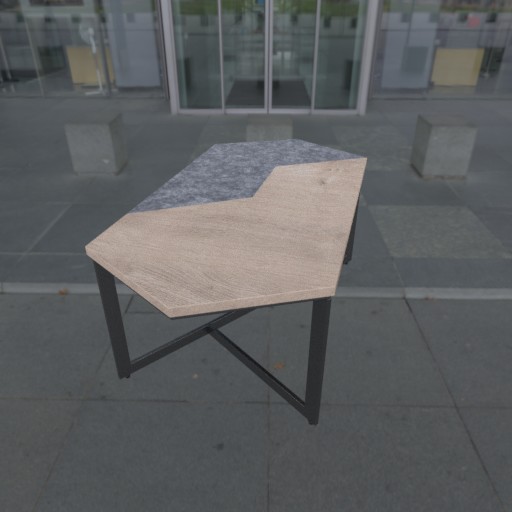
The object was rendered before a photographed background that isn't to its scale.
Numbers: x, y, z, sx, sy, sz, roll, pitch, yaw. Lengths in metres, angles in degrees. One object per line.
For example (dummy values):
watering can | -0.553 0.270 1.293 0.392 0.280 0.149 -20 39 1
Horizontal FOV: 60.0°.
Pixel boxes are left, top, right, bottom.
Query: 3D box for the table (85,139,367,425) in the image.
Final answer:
table | 0.000 0.000 1.488 0.609 0.457 1.219 9 32 14
